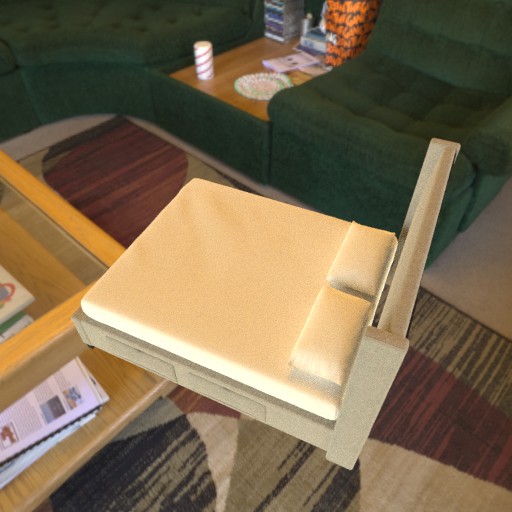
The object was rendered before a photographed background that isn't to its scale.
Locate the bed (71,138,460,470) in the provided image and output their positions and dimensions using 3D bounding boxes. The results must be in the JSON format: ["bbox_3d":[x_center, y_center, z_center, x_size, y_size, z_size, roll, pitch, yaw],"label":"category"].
[{"bbox_3d":[0.000,0.000,3.278,2.222,1.491,1.774,18,49,17],"label":"bed"}]
